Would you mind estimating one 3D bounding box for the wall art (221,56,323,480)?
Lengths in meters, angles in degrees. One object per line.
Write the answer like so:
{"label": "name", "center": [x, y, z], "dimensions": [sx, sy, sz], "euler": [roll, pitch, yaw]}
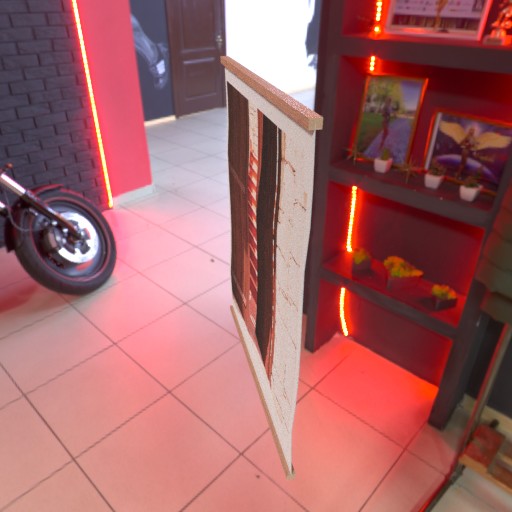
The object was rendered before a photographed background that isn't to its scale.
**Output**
{"label": "wall art", "center": [0.000, 0.000, 0.671], "dimensions": [0.013, 0.508, 0.406], "euler": [-8, 32, -12]}
